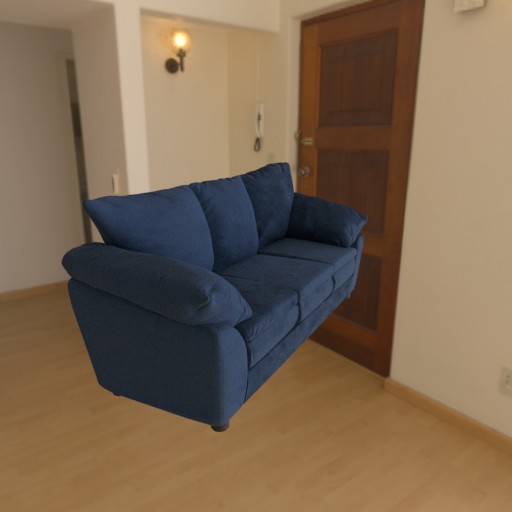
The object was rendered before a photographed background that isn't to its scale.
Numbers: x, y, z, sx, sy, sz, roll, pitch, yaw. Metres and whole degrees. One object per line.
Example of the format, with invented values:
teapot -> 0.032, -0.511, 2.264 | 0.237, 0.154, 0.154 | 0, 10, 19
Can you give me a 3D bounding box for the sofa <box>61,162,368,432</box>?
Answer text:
sofa -> 0.000, 0.000, 2.883 | 0.907, 1.091, 2.390 | 8, 17, 27
